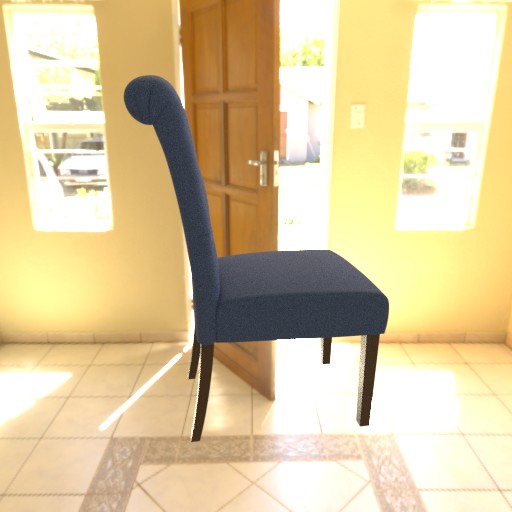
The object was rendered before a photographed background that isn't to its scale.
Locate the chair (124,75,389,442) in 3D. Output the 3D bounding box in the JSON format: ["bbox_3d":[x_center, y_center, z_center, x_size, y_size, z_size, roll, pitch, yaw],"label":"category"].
[{"bbox_3d":[0.000,0.000,1.355,0.671,1.006,0.456,-3,17,-9],"label":"chair"}]
